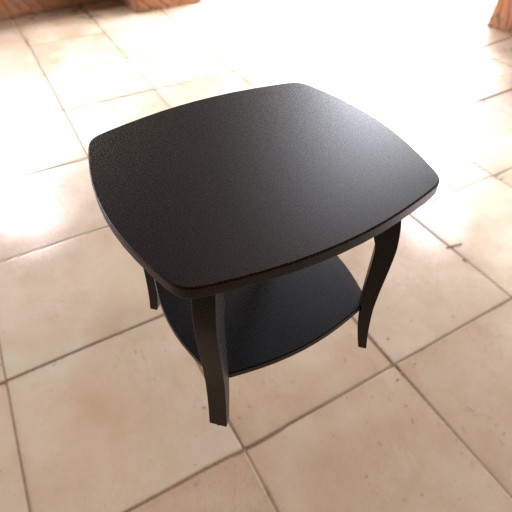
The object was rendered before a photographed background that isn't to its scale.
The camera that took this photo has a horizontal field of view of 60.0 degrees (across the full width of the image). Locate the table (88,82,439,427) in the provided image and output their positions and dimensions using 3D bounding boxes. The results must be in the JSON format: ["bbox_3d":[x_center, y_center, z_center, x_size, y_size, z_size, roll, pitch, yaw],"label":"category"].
[{"bbox_3d":[0.000,0.000,0.882,0.508,0.457,0.457,-23,50,-20],"label":"table"}]
